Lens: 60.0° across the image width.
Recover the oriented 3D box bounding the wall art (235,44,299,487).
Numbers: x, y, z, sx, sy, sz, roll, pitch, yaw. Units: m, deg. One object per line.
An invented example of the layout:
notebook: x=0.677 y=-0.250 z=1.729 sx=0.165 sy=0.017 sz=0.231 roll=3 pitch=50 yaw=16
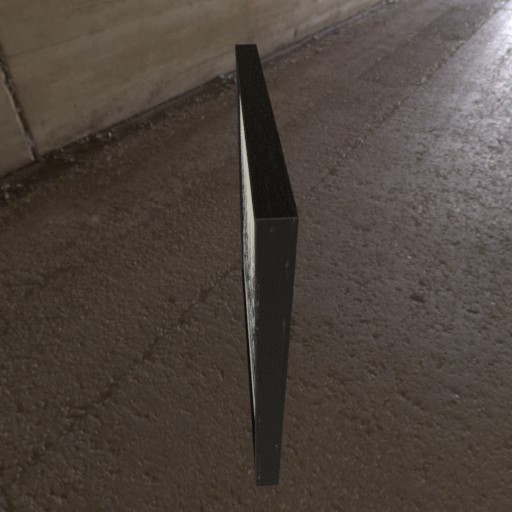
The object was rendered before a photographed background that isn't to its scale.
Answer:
wall art: x=0.000 y=0.000 z=0.715 sx=0.036 sy=0.506 sz=0.506 roll=-3 pitch=40 yaw=-3
